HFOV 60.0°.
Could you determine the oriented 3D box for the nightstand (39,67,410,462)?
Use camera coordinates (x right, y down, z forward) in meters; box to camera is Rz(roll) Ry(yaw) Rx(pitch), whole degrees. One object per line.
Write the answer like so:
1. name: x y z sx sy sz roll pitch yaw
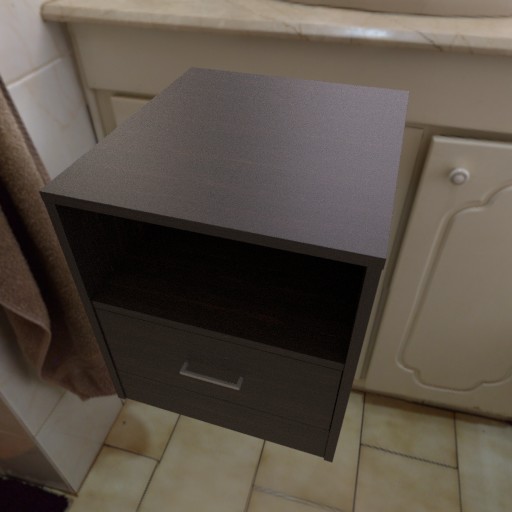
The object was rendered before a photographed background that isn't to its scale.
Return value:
1. nightstand: 0.000 0.000 0.781 0.400 0.460 0.461 12 43 13
